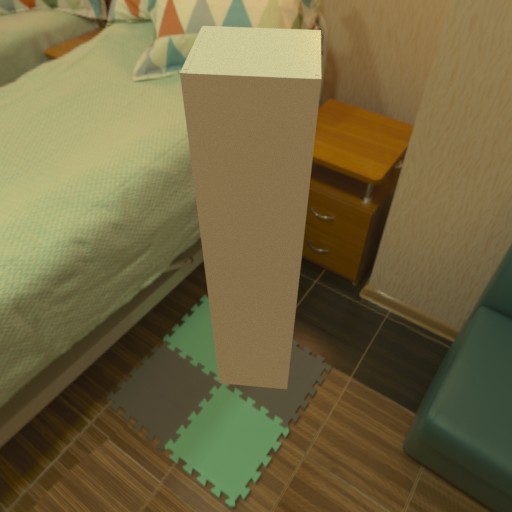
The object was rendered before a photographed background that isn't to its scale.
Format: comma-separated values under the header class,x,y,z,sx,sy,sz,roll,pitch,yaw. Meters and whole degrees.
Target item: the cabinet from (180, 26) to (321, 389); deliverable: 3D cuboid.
class,x,y,z,sx,sy,sz,roll,pitch,yaw
cabinet,0.000,0.000,1.538,0.300,1.400,0.269,4,47,4
